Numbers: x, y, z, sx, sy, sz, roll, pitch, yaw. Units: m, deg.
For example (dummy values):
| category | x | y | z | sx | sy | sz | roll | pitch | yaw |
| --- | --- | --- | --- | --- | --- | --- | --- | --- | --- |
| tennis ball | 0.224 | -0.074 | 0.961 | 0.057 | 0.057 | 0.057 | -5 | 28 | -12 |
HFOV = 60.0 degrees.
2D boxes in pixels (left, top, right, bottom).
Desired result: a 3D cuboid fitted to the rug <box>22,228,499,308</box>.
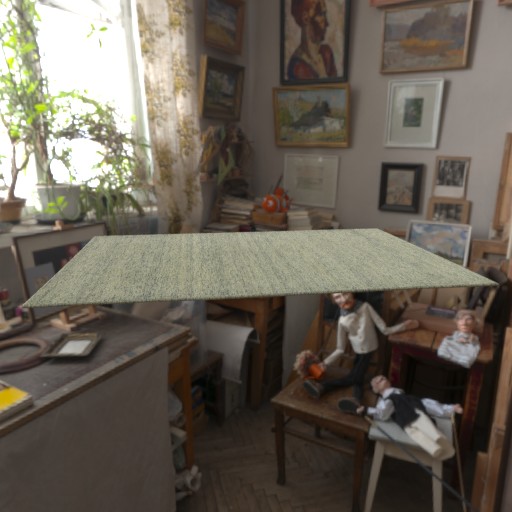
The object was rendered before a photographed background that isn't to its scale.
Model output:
| category | x | y | z | sx | sy | sz | roll | pitch | yaw |
| --- | --- | --- | --- | --- | --- | --- | --- | --- | --- |
| rug | 0.000 | 0.000 | 2.281 | 1.846 | 0.014 | 1.243 | -2 | 14 | -8 |
